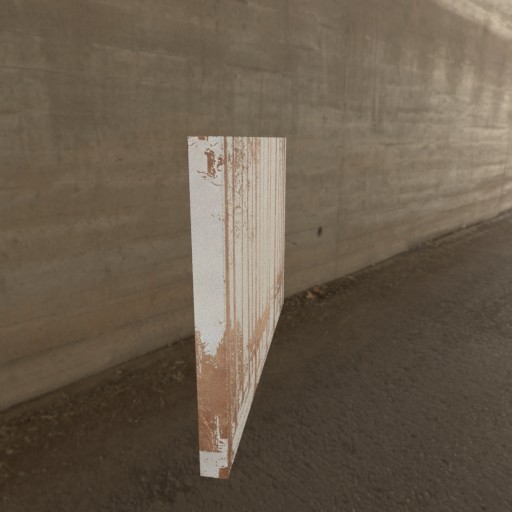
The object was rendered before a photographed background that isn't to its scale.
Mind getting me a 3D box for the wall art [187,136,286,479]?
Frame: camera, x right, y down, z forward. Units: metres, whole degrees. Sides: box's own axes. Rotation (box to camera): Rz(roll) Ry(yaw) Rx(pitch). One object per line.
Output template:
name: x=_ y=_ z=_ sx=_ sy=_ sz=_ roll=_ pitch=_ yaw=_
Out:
wall art: x=0.000 y=0.000 z=0.783 sx=0.035 sy=0.405 sz=0.609 roll=3 pitch=15 yaw=9
